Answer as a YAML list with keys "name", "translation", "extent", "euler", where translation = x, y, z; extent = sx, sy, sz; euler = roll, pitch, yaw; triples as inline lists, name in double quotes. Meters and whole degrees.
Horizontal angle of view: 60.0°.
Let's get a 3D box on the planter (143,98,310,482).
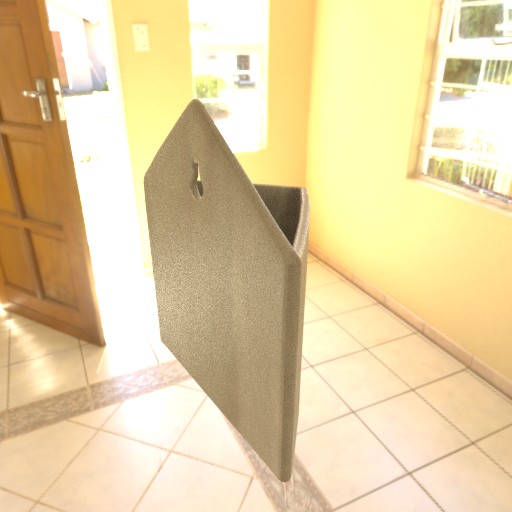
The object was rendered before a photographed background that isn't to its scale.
- name: "planter"
  translation: [0.000, 0.000, 0.281]
  extent: [0.080, 0.194, 0.163]
  euler: [-17, 30, -31]
